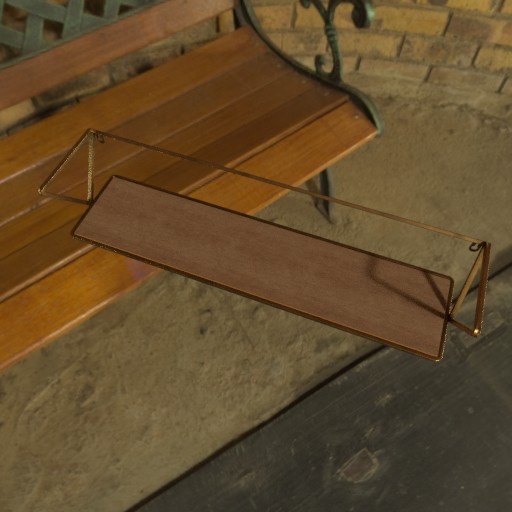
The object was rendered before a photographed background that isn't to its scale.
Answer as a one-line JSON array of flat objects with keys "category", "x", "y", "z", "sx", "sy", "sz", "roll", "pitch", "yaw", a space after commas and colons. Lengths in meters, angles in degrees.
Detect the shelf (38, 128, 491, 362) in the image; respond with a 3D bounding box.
[{"category": "shelf", "x": 0.000, "y": 0.000, "z": 0.737, "sx": 0.645, "sy": 0.229, "sz": 0.150, "roll": 18, "pitch": 60, "yaw": 11}]
